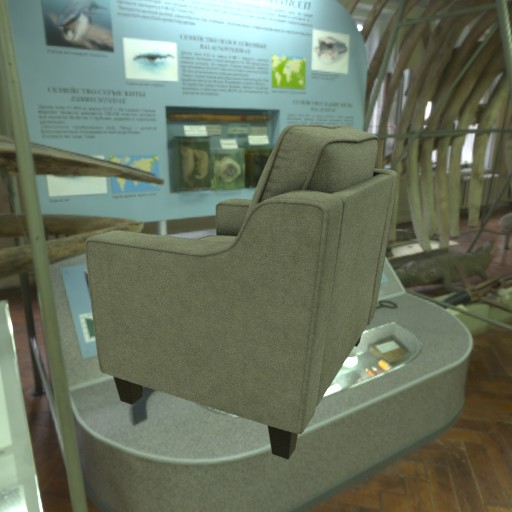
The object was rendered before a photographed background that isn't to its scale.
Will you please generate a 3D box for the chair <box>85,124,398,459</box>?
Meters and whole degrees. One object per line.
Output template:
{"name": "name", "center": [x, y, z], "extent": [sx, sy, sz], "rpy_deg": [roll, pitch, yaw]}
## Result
{"name": "chair", "center": [0.000, 0.000, 1.662], "extent": [0.840, 0.944, 0.926], "rpy_deg": [8, 18, 26]}
